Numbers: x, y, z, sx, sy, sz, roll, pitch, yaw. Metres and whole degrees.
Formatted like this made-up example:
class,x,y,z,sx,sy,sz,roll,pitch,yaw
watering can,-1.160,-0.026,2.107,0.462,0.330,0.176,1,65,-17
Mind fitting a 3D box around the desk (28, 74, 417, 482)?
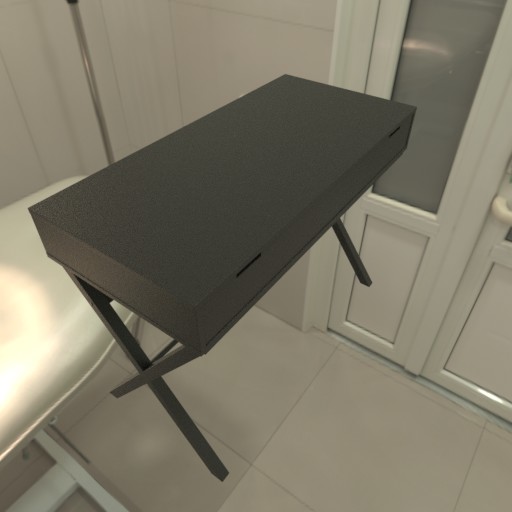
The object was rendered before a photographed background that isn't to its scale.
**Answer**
class,x,y,z,sx,sy,sz,roll,pitch,yaw
desk,0.000,0.000,1.466,0.504,0.780,1.057,26,48,26
